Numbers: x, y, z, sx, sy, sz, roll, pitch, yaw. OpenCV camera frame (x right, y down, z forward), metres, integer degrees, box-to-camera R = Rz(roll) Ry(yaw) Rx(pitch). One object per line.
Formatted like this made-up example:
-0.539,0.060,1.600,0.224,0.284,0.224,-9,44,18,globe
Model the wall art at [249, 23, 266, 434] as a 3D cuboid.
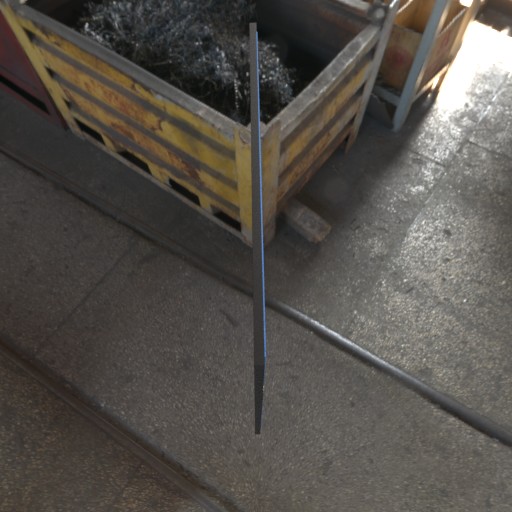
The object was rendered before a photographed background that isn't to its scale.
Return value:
0.000,0.000,0.987,0.015,0.663,0.664,-1,61,0,wall art
